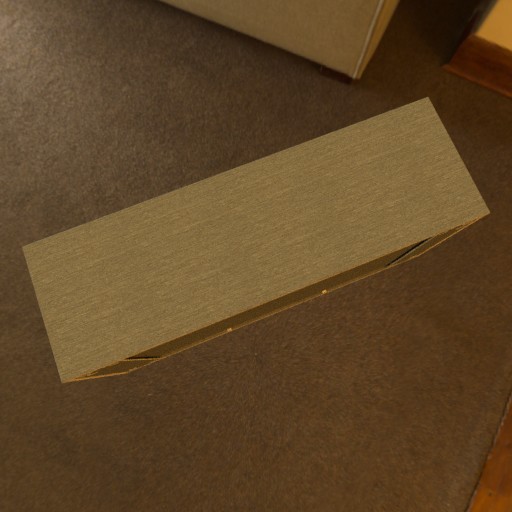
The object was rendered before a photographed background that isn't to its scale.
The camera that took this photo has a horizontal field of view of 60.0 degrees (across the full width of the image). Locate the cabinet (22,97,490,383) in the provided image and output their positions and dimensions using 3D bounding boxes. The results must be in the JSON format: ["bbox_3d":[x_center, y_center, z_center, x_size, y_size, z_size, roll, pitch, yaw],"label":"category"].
[{"bbox_3d":[0.000,0.000,1.567,1.194,0.787,0.405,-21,78,-5],"label":"cabinet"}]
